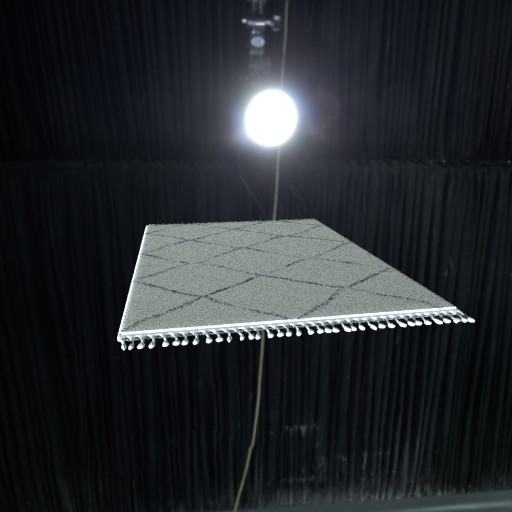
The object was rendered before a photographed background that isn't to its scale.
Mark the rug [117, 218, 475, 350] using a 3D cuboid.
[{"bbox_3d":[0.000,0.000,2.863,1.494,0.031,2.307,-3,16,-10],"label":"rug"}]
